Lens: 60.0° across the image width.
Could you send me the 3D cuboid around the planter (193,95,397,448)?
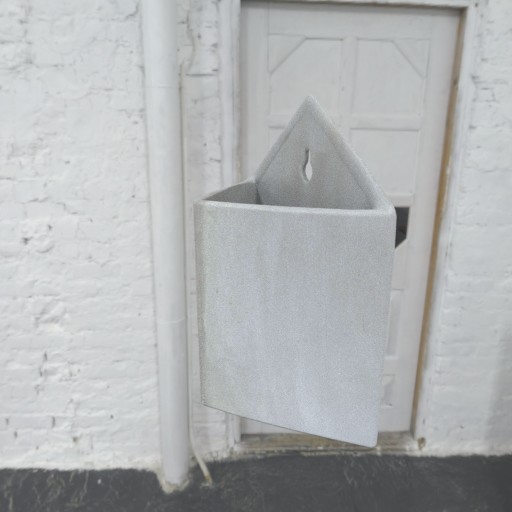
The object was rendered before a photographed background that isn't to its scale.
[{"bbox_3d":[0.000,0.000,0.280,0.080,0.194,0.163,-8,18,-24],"label":"planter"}]
